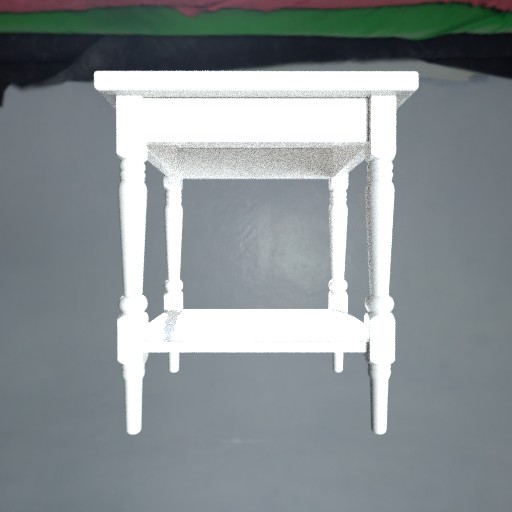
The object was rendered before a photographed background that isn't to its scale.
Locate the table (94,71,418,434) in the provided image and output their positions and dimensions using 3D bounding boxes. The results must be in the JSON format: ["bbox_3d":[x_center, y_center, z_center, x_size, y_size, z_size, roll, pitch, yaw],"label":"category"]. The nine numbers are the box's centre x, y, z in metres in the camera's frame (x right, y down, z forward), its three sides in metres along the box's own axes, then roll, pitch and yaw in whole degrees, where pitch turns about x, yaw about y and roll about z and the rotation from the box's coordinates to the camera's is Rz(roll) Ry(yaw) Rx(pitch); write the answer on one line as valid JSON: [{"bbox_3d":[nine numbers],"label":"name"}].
[{"bbox_3d":[0.000,0.000,0.890,0.488,0.565,0.442,0,1,0],"label":"table"}]
